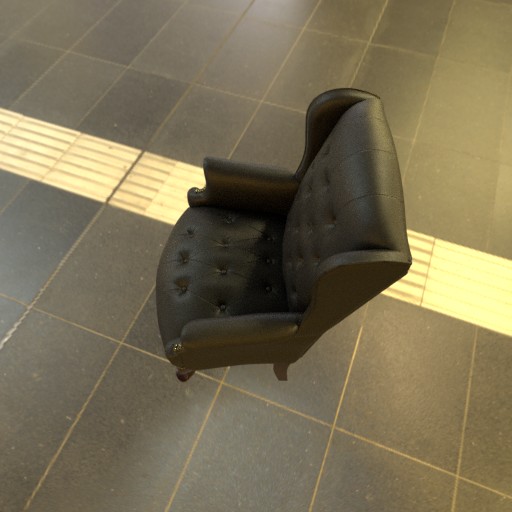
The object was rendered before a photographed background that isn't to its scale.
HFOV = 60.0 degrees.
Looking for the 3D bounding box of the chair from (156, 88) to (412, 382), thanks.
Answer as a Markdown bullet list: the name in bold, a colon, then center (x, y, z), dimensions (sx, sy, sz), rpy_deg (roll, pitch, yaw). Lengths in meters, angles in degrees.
- **chair**: center (0.000, 0.000, 1.703), dimensions (0.822, 1.133, 0.831), rpy_deg (2, 58, 1)
